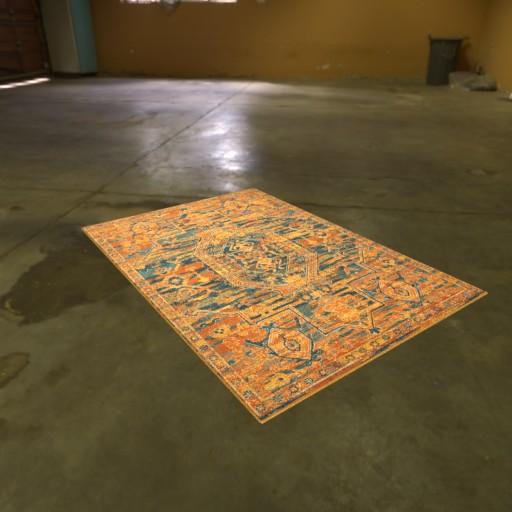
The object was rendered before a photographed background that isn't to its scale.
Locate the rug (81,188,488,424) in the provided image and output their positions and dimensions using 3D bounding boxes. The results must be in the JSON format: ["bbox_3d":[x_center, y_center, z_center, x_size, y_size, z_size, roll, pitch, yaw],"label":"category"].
[{"bbox_3d":[0.000,0.000,3.724,2.043,0.019,2.916,-18,32,-31],"label":"rug"}]
